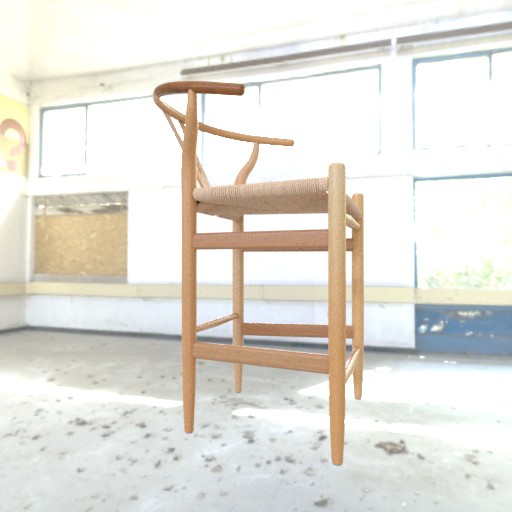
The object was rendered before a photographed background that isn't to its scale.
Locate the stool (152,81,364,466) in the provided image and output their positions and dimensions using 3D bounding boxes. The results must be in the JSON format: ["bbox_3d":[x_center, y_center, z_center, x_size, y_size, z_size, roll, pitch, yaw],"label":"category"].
[{"bbox_3d":[0.000,0.000,1.294,0.575,0.923,0.536,0,0,18],"label":"stool"}]
